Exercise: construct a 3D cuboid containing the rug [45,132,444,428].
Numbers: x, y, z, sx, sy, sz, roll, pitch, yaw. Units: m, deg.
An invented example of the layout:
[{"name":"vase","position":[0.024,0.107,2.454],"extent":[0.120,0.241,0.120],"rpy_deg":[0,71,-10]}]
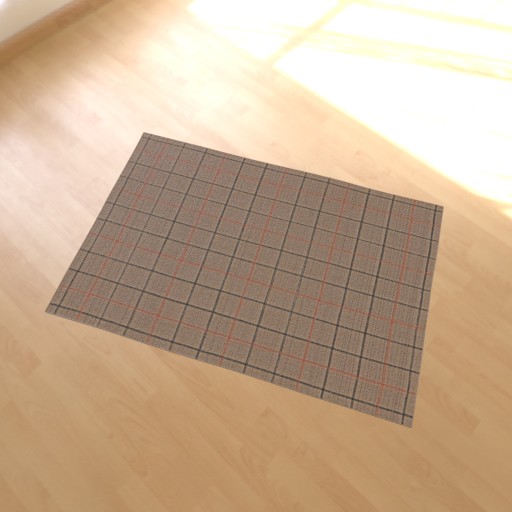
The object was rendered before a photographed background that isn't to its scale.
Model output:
[{"name":"rug","position":[0.000,0.000,2.350],"extent":[1.829,0.013,1.220],"rpy_deg":[16,65,8]}]
